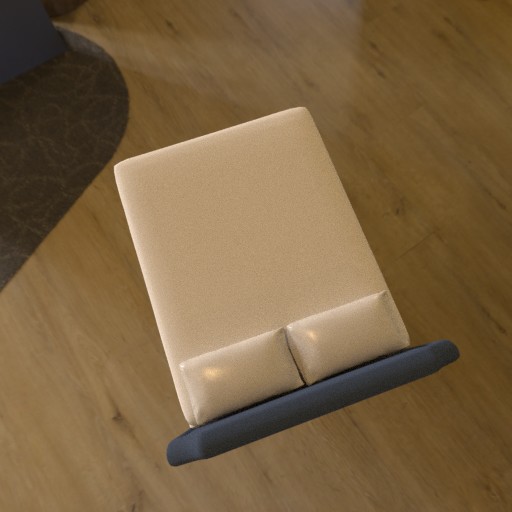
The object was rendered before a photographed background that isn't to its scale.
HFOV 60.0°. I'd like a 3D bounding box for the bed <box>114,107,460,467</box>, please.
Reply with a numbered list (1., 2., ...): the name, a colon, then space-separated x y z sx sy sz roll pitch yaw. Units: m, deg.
1. bed: 0.000 0.000 3.261 1.831 1.297 2.260 -19 75 -5
